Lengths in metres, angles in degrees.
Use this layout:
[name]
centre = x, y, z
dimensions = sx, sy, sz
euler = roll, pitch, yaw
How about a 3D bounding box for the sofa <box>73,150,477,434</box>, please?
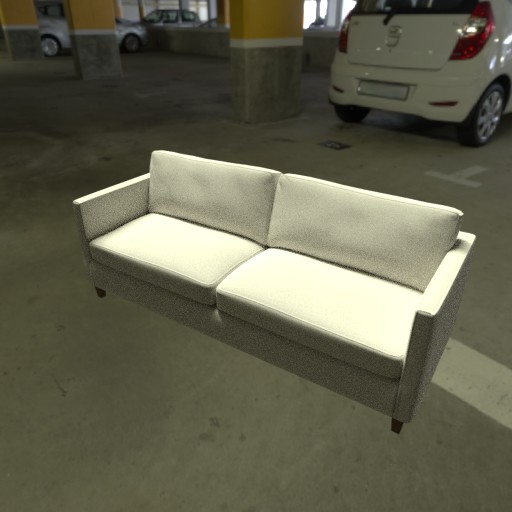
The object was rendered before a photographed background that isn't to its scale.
[sofa]
centre = 0.000, 0.000, 2.819
dimensions = 2.361, 0.962, 0.951
euler = 17, 33, 29
